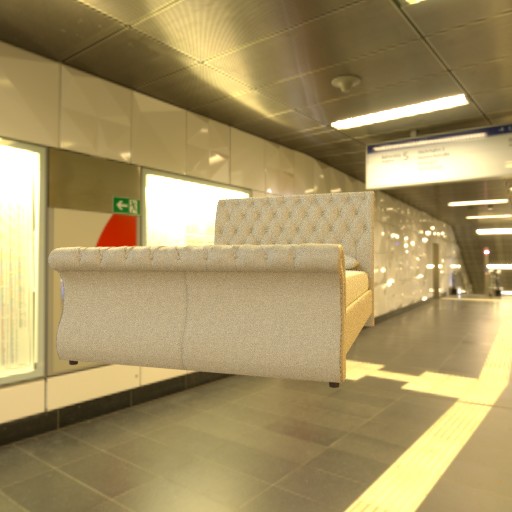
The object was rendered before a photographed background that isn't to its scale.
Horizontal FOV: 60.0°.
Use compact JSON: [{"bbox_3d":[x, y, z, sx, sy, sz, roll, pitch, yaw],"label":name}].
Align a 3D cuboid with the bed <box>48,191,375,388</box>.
[{"bbox_3d":[0.000,0.000,3.355,1.606,1.268,2.493,0,-1,18],"label":"bed"}]
